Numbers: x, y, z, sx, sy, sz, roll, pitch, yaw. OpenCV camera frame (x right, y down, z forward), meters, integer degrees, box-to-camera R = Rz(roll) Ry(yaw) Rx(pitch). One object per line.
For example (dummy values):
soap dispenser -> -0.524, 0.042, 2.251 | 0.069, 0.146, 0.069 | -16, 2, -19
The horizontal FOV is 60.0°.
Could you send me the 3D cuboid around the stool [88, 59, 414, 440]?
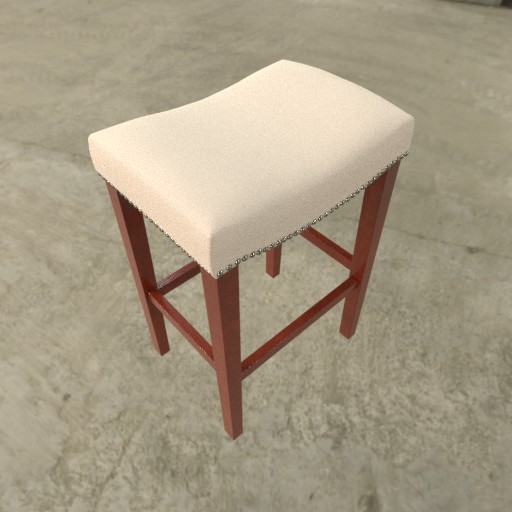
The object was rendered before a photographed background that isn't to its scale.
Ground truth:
stool -> 0.000, 0.000, 1.059 | 0.504, 0.742, 0.372 | -33, 55, -28
